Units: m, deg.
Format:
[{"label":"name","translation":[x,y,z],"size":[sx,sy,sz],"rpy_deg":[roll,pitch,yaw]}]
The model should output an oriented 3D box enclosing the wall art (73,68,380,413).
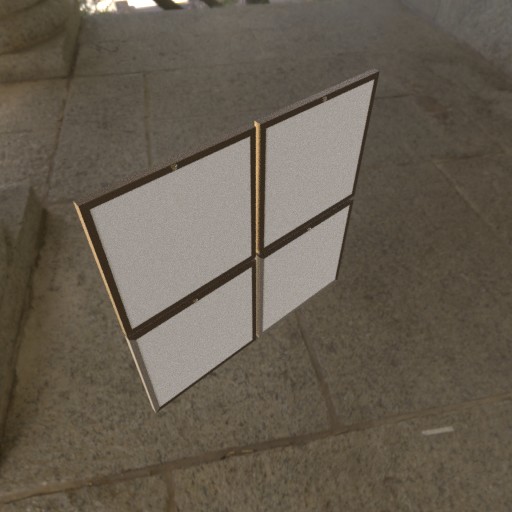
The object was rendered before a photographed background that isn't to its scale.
[{"label":"wall art","translation":[0.000,0.000,1.569],"size":[1.032,1.032,0.030],"rpy_deg":[-32,54,-27]}]
